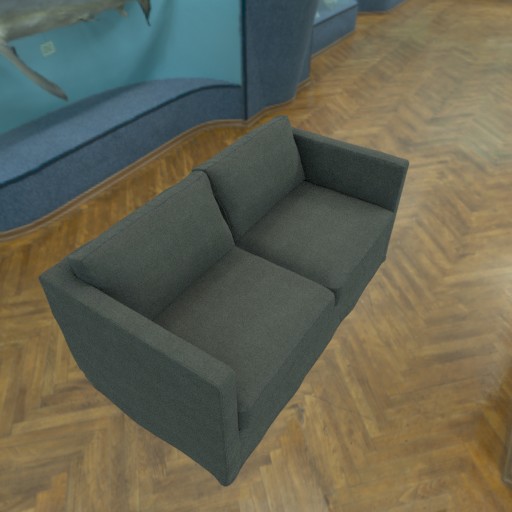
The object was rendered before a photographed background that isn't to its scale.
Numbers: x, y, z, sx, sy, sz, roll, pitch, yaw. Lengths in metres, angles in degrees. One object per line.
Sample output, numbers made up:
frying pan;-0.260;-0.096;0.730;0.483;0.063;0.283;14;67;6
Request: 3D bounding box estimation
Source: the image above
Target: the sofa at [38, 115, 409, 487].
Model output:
sofa;0.000;0.000;2.333;0.974;0.854;1.802;24;47;25
